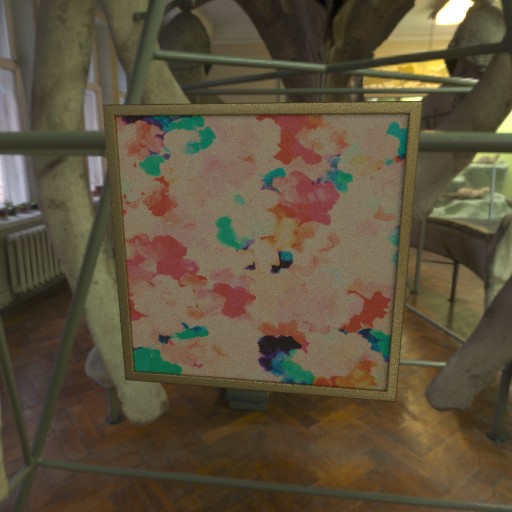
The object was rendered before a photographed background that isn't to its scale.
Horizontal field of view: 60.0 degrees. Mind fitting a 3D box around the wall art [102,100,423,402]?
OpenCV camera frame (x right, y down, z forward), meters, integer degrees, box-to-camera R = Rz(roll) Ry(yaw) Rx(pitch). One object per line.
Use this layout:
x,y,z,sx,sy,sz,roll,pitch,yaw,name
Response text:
0.000,0.000,0.780,0.510,0.509,0.037,2,15,8,wall art
